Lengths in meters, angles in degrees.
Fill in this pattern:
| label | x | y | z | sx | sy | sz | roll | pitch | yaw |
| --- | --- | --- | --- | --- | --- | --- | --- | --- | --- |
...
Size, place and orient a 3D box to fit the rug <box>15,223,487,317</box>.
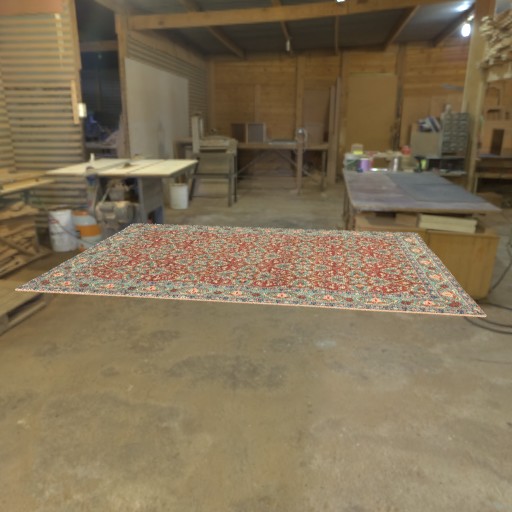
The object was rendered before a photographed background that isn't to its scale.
| label | x | y | z | sx | sy | sz | roll | pitch | yaw |
| --- | --- | --- | --- | --- | --- | --- | --- | --- | --- |
| rug | 0.000 | 0.000 | 2.268 | 1.829 | 0.009 | 1.219 | 2 | 17 | 8 |
